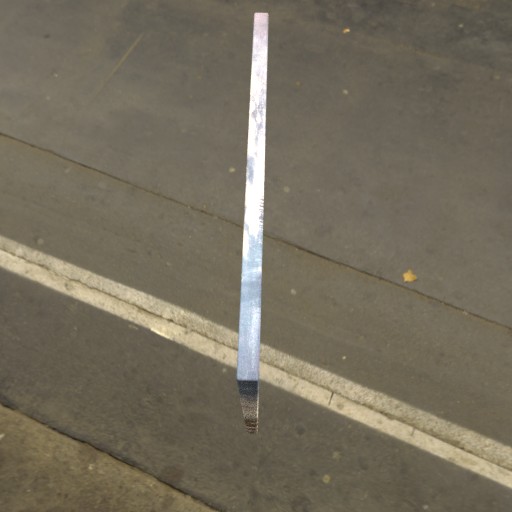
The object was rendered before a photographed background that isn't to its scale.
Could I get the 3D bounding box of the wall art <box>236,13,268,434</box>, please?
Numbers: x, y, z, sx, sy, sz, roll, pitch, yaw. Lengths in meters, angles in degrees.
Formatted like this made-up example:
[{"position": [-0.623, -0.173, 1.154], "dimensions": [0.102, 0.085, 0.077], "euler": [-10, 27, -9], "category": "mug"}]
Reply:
[{"position": [0.000, 0.000, 1.289], "dimensions": [0.035, 0.897, 0.888], "euler": [2, 63, 1], "category": "wall art"}]
